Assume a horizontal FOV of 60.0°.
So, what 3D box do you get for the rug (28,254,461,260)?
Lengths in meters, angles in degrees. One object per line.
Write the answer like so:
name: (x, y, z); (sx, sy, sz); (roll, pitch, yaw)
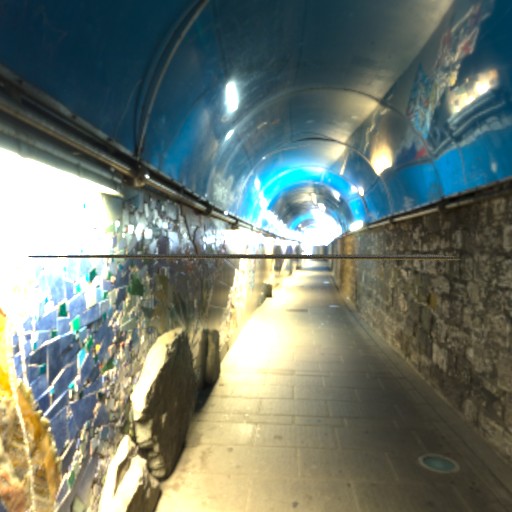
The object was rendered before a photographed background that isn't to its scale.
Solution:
rug: (0.000, 0.000, 2.346); (1.829, 0.010, 1.219); (0, 1, 17)
